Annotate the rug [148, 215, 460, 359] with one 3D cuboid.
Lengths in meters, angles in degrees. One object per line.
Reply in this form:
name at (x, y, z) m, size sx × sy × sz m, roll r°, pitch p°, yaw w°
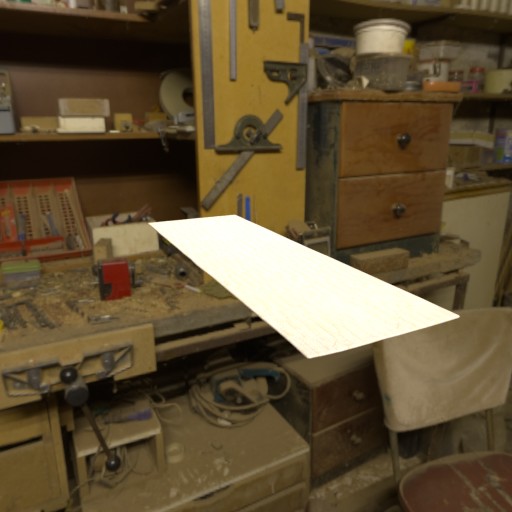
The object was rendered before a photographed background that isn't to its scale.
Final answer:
rug at (0.000, 0.000, 2.798) m, size 0.793 × 0.014 × 2.450 m, roll -8°, pitch 19°, yaw -25°
